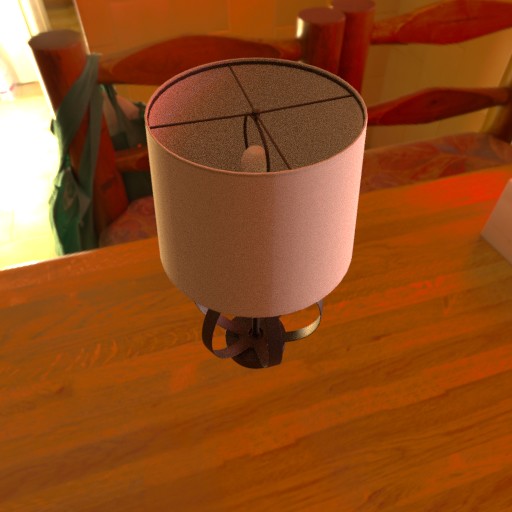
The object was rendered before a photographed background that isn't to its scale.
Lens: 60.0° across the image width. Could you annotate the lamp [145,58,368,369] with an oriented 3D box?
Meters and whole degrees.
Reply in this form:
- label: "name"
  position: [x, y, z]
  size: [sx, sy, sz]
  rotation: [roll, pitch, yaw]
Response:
- label: "lamp"
  position: [0.000, 0.000, 0.696]
  size: [0.286, 0.510, 0.286]
  rotation: [0, 48, 0]
